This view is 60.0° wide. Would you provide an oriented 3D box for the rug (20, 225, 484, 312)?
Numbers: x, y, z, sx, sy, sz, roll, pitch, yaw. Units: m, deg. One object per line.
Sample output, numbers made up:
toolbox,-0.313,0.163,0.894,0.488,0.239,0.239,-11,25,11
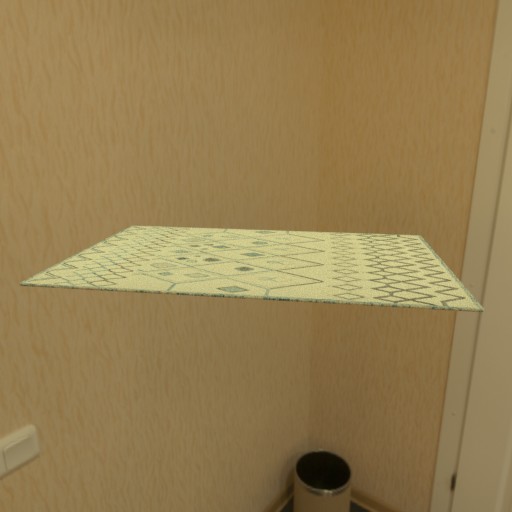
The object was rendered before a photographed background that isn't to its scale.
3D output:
rug,0.000,0.000,3.009,2.439,0.015,1.524,2,16,8
